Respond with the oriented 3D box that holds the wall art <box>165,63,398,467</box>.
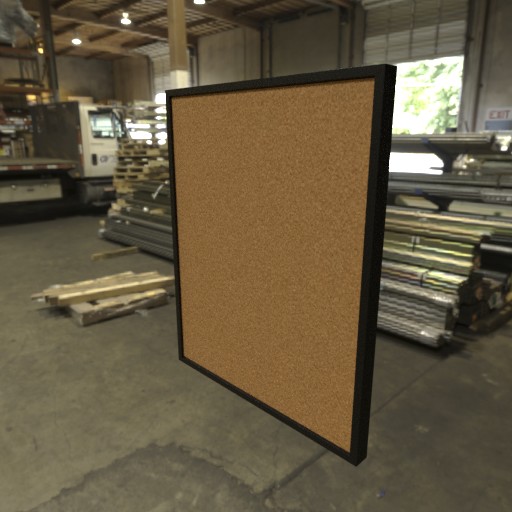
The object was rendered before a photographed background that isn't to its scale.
[{"bbox_3d":[0.000,0.000,0.755,0.029,0.559,0.457,-15,21,-42],"label":"wall art"}]
